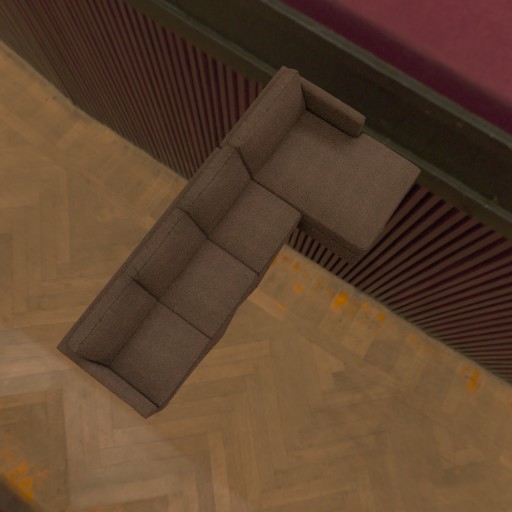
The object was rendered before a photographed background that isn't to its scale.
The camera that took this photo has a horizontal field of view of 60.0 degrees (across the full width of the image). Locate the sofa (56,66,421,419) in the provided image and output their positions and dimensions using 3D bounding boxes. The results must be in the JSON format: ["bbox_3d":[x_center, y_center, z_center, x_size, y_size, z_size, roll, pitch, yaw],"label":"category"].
[{"bbox_3d":[0.000,0.000,3.973,1.650,0.922,3.205,35,79,8],"label":"sofa"}]
